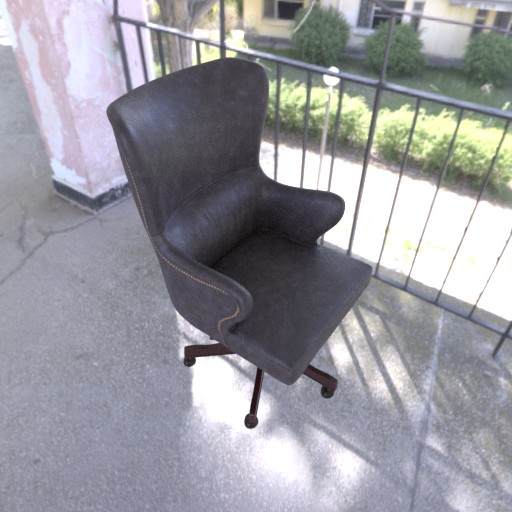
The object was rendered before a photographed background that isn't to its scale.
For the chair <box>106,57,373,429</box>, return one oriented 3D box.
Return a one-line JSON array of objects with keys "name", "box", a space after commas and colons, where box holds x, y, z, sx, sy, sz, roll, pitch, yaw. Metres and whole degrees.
[{"name": "chair", "box": [0.000, 0.000, 1.462, 0.717, 1.037, 0.594, 25, 47, 26]}]
